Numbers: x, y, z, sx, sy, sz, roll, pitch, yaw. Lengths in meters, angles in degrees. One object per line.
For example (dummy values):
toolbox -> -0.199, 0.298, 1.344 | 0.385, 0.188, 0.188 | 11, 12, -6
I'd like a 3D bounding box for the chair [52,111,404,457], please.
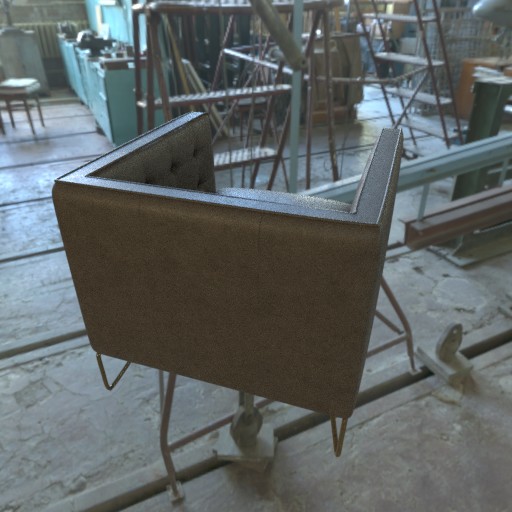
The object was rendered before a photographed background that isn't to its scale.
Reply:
chair -> 0.000, 0.000, 1.588 | 0.880, 0.790, 0.894 | 10, 32, 16
